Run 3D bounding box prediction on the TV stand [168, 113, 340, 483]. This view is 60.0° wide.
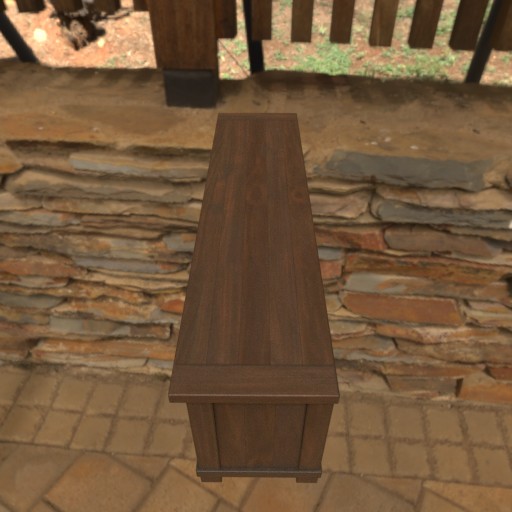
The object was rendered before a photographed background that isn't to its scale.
[{"bbox_3d":[0.000,0.000,2.088,0.471,0.615,1.866,0,41,0],"label":"TV stand"}]
